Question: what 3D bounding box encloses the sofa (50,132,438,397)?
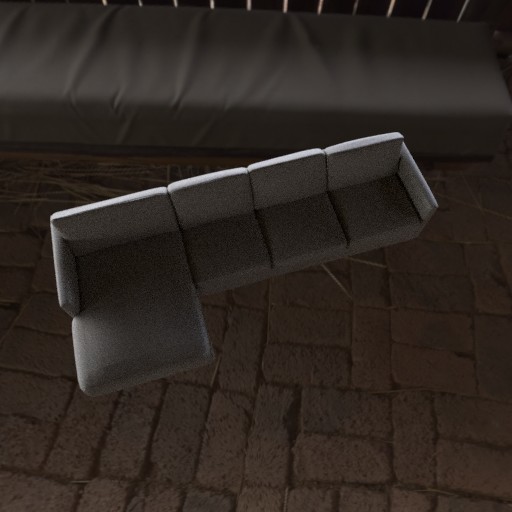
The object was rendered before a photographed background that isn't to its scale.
[{"bbox_3d":[0.000,0.000,3.798,3.201,0.876,1.502,-15,65,-7],"label":"sofa"}]
